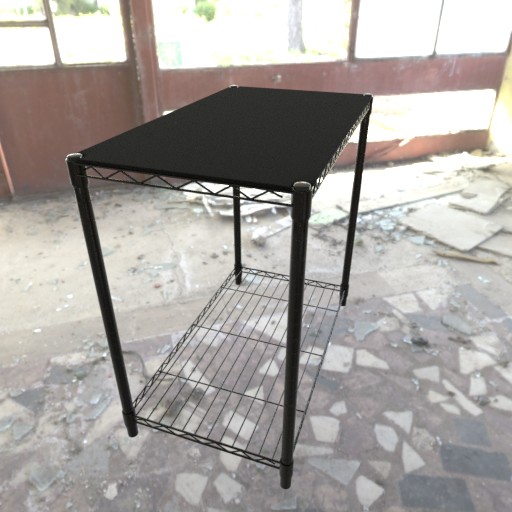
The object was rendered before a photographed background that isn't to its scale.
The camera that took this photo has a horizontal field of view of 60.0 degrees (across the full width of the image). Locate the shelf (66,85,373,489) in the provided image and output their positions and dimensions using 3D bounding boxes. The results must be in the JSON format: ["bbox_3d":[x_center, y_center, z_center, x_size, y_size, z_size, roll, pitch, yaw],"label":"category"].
[{"bbox_3d":[0.000,0.000,0.919,0.338,0.564,0.589,10,32,17],"label":"shelf"}]
